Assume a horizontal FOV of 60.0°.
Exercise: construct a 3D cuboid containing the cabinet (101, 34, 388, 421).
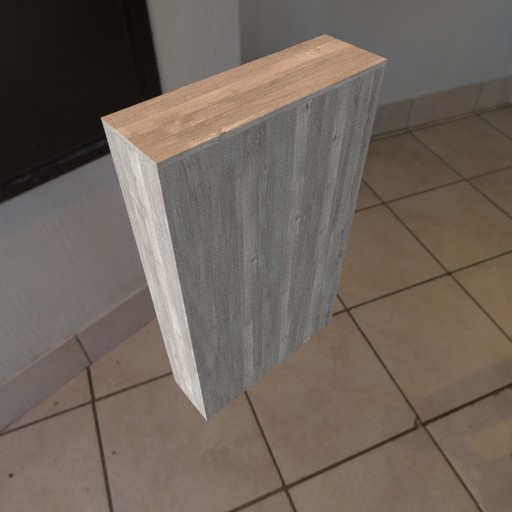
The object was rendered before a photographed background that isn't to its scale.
[{"bbox_3d":[0.000,0.000,1.597,0.750,1.280,0.250,-32,55,-26],"label":"cabinet"}]
